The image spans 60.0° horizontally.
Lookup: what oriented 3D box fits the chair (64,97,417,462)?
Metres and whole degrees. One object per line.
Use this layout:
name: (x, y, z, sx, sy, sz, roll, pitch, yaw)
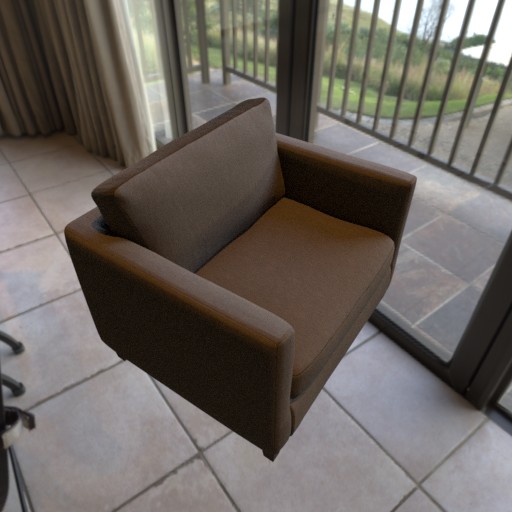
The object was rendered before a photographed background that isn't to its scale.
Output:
chair: (0.000, 0.000, 1.865, 0.959, 0.963, 1.107, 24, 46, 26)
